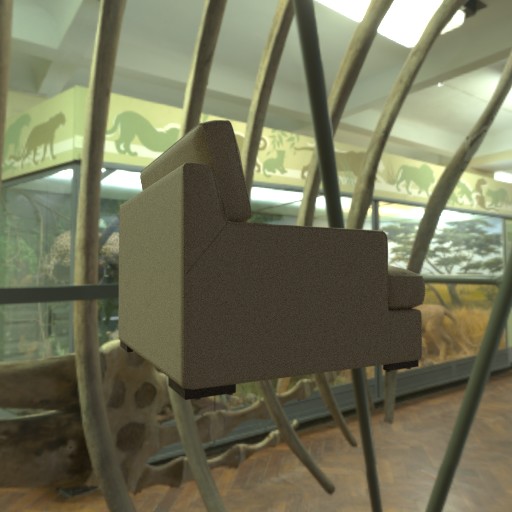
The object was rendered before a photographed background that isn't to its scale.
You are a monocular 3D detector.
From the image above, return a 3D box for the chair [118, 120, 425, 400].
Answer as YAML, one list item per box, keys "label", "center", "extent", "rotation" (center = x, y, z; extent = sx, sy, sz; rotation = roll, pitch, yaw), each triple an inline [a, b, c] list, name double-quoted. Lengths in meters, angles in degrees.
- label: "chair"
  center: [0.000, 0.000, 2.230]
  extent: [1.274, 1.005, 1.293]
  rotation: [1, -2, -35]
